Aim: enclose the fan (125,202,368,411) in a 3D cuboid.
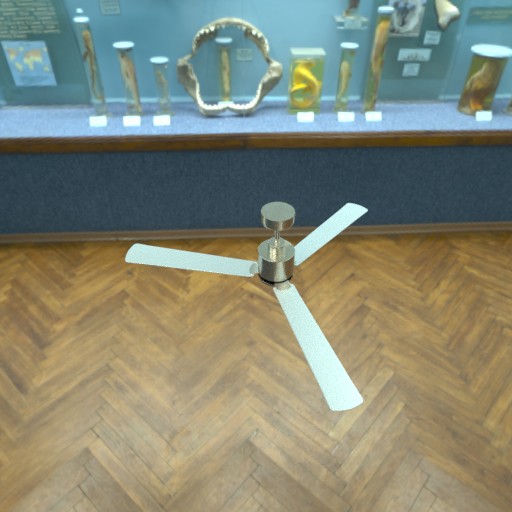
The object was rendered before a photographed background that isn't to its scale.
[{"bbox_3d":[0.000,0.000,2.323,1.531,0.446,1.561,-1,41,-1],"label":"fan"}]
